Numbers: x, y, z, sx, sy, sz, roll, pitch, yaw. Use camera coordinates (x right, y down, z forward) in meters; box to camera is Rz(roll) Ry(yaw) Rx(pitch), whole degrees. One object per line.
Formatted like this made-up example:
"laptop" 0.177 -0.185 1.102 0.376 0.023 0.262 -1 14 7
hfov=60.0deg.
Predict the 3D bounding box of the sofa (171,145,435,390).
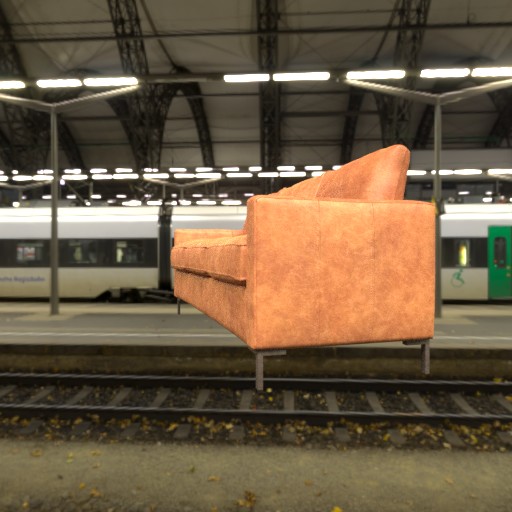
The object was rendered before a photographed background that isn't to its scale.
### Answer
"sofa" 0.000 0.000 2.444 0.748 0.863 2.029 0 0 -18
